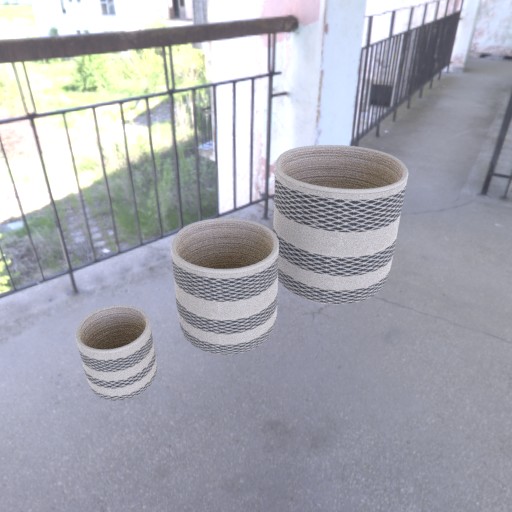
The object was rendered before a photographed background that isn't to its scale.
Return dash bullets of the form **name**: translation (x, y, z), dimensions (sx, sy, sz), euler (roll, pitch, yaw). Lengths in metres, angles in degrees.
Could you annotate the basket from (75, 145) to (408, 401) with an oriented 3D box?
- **basket**: translation (0.000, 0.000, 1.116), dimensions (0.917, 0.356, 0.351), euler (-23, 39, -31)
